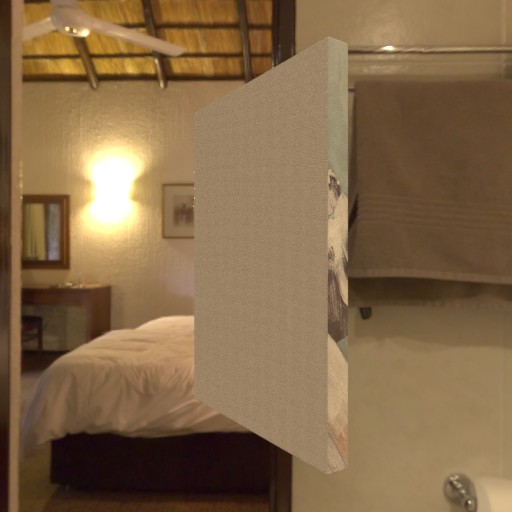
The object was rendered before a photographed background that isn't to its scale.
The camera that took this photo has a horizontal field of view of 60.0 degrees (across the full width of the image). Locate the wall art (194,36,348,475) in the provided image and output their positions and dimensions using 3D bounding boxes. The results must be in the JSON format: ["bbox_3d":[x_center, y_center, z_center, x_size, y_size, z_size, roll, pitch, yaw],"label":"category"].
[{"bbox_3d":[0.000,0.000,1.183,0.061,0.911,0.609,0,0,-35],"label":"wall art"}]
